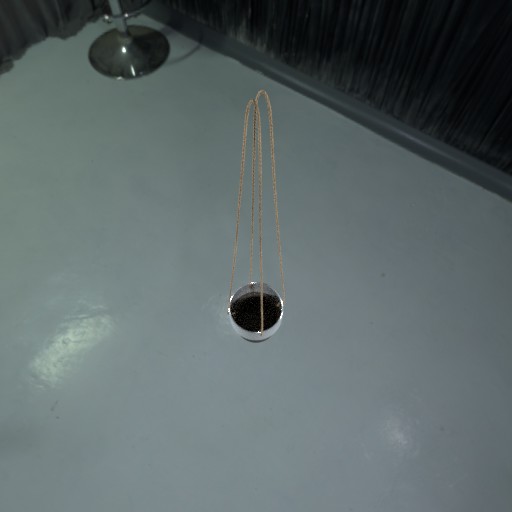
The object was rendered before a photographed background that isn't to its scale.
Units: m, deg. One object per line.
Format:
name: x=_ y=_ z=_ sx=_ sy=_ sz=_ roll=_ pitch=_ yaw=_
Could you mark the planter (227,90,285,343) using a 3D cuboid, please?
planter: x=0.000 y=0.000 z=1.171 sx=0.187 sy=1.073 sz=0.187 roll=31 pitch=66 yaw=15
